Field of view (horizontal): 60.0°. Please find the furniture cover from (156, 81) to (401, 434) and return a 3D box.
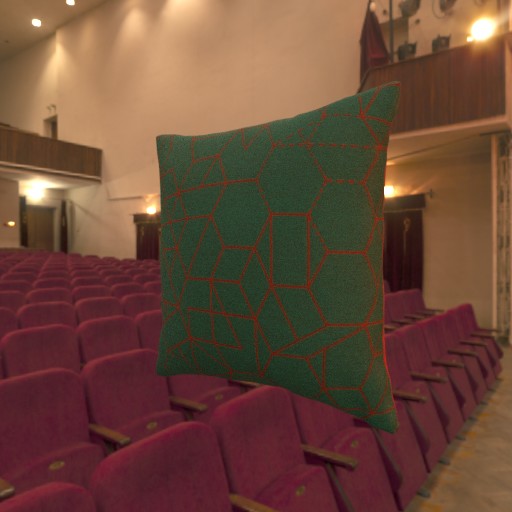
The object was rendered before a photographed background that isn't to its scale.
[{"bbox_3d":[0.000,0.000,0.788,0.517,0.508,0.158,0,0,36],"label":"furniture cover"}]
